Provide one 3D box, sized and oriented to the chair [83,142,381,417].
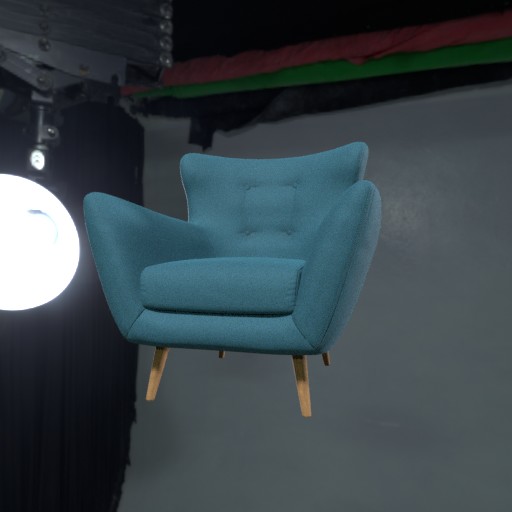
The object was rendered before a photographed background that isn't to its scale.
[{"bbox_3d":[0.000,0.000,1.625,0.890,0.889,0.889,0,1,16],"label":"chair"}]
